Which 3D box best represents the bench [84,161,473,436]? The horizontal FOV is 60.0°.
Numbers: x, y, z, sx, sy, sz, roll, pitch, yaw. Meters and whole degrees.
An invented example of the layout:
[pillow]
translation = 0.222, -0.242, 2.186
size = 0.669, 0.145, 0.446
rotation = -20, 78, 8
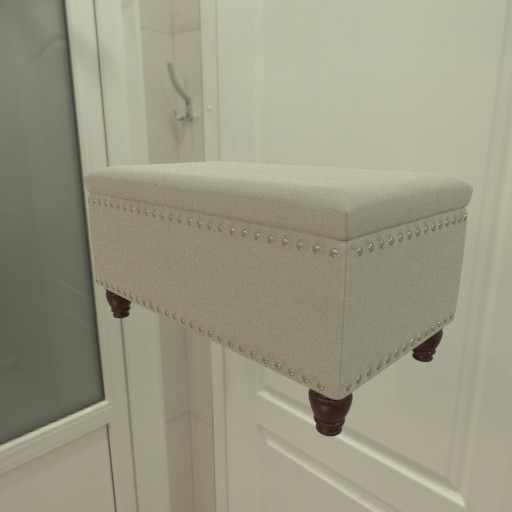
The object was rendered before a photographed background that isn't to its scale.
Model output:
[bench]
translation = 0.000, 0.000, 1.170
size = 0.887, 0.449, 0.500
rotation = 14, 21, 43
